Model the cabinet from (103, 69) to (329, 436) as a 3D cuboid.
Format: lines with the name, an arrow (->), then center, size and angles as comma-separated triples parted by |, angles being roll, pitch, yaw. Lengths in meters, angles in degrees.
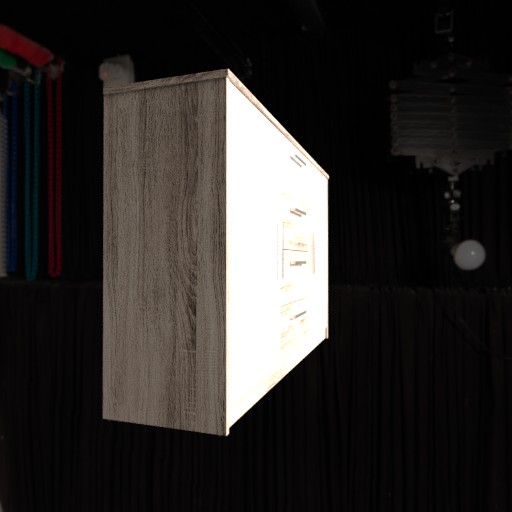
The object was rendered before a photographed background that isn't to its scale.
cabinet -> 0.000, 0.000, 1.821 | 0.380, 0.900, 1.450 | 0, -1, 19
